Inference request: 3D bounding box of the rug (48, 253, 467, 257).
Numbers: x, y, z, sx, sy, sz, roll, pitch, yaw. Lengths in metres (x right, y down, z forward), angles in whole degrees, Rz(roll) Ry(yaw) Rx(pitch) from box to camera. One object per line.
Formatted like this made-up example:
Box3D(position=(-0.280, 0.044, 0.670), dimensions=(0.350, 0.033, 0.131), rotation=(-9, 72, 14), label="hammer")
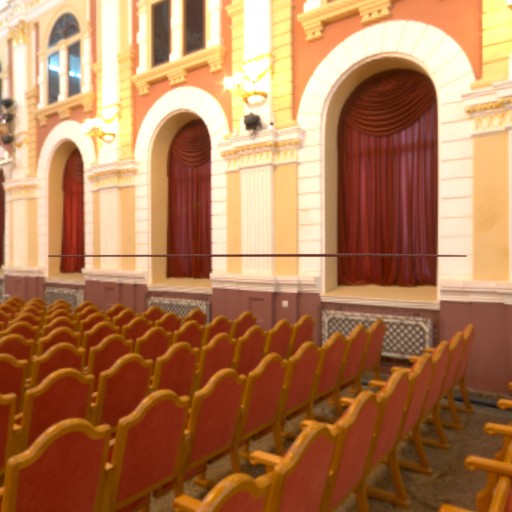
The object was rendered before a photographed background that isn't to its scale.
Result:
Box3D(position=(0.000, 0.000, 2.887), dimensions=(2.210, 0.011, 1.599), rotation=(0, 0, 37), label="rug")
